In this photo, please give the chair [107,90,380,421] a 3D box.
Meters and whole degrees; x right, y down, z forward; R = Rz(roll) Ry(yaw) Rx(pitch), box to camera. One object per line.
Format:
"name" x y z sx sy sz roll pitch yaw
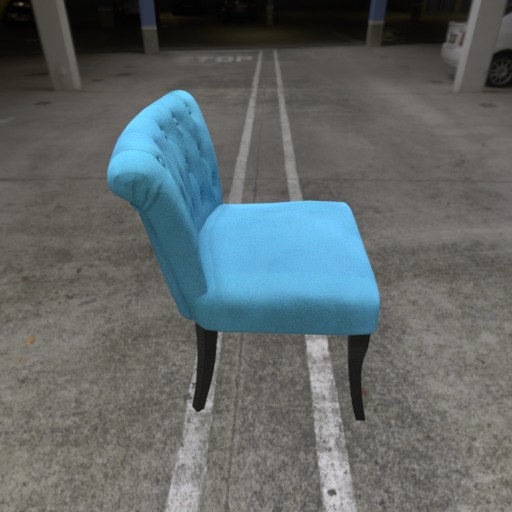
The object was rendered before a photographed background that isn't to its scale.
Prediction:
"chair" 0.000 0.000 1.205 0.605 0.750 0.582 1 33 1
